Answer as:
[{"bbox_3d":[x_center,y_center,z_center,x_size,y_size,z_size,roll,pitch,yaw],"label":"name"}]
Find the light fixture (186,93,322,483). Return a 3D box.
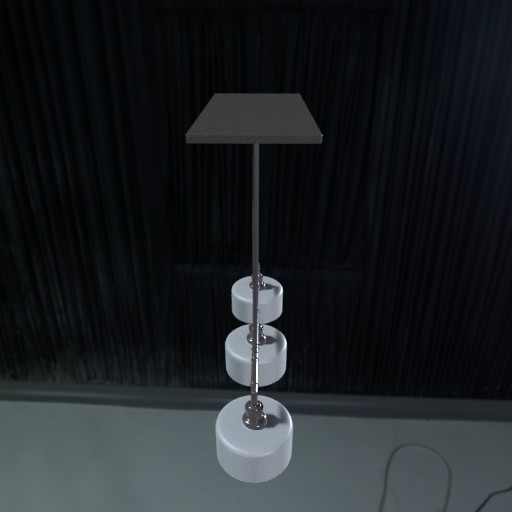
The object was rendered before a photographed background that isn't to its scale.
[{"bbox_3d":[0.000,0.000,0.875,0.177,0.557,0.582,0,27,1],"label":"light fixture"}]
